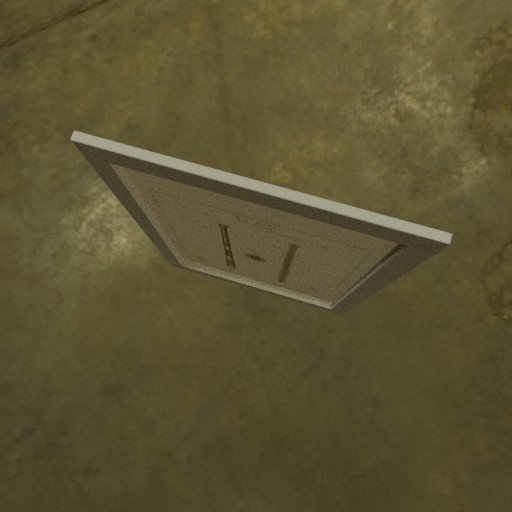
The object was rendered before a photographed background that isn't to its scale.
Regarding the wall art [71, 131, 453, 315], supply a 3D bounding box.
[{"bbox_3d":[0.000,0.000,0.674,0.374,0.529,0.012,16,76,4],"label":"wall art"}]
